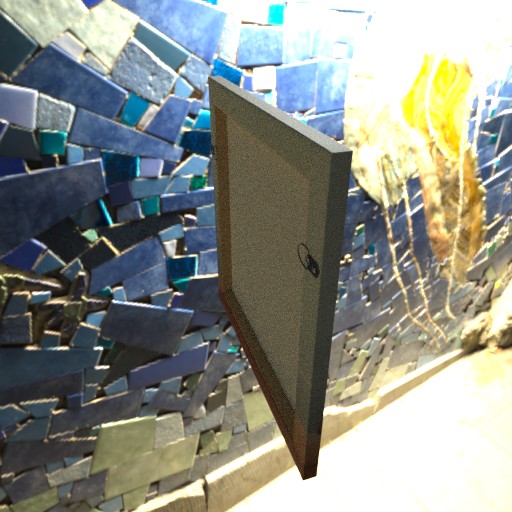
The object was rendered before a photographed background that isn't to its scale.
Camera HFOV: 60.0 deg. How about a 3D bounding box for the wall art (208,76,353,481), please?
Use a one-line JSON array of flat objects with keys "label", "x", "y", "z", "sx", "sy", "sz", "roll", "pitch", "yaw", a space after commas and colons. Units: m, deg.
[{"label": "wall art", "x": 0.000, "y": 0.000, "z": 0.903, "sx": 0.034, "sy": 0.605, "sz": 0.605, "roll": -10, "pitch": 31, "yaw": -16}]
